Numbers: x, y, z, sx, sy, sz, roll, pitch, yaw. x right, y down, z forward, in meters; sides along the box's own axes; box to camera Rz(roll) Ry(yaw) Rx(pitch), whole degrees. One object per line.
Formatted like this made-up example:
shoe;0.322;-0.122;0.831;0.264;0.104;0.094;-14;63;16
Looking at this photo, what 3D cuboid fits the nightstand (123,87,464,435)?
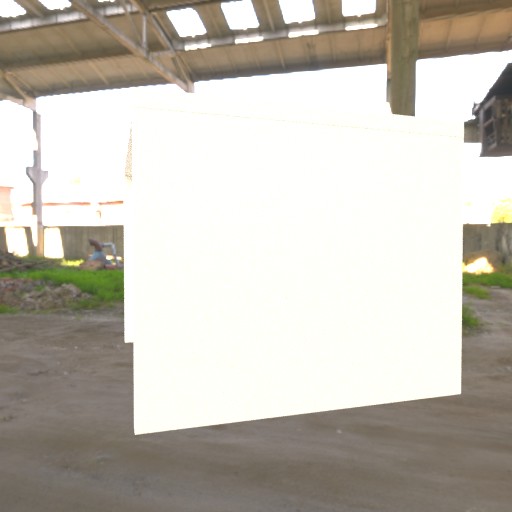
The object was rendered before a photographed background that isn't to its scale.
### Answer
nightstand;0.000;0.000;0.732;0.408;0.351;0.470;0;1;-18
